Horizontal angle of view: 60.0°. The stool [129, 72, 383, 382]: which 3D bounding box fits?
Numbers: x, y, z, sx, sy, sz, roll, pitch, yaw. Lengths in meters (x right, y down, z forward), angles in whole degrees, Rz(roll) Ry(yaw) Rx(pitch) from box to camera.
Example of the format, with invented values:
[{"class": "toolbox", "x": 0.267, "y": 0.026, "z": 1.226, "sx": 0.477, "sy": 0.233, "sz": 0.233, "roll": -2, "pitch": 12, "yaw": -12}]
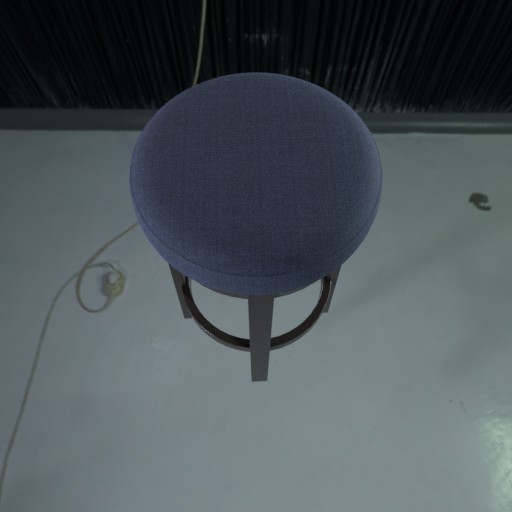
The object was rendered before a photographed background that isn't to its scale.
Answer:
[{"class": "stool", "x": 0.000, "y": 0.000, "z": 1.052, "sx": 0.446, "sy": 0.758, "sz": 0.446, "roll": 0, "pitch": 64, "yaw": 0}]
